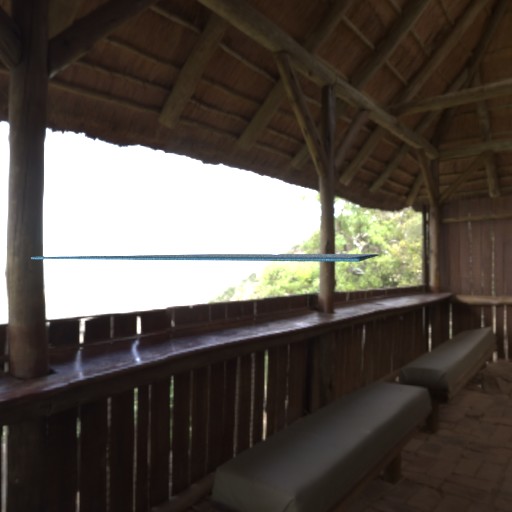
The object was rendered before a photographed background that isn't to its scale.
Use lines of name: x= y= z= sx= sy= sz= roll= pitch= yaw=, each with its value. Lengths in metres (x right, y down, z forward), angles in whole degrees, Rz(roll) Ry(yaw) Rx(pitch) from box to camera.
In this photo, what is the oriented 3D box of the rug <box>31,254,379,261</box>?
rug: x=0.000 y=0.000 z=3.576 sx=1.830 sy=0.018 sz=2.769 roll=0 pitch=1 yaw=17
